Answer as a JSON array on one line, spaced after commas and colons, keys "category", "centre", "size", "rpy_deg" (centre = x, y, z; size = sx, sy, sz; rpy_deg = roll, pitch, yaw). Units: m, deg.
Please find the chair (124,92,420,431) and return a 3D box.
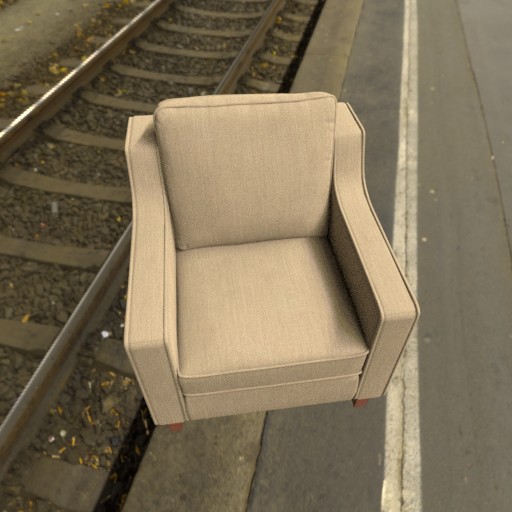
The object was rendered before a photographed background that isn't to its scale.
[{"category": "chair", "centre": [0.000, 0.000, 1.625], "size": [0.831, 0.960, 0.909], "rpy_deg": [-6, 47, -5]}]
